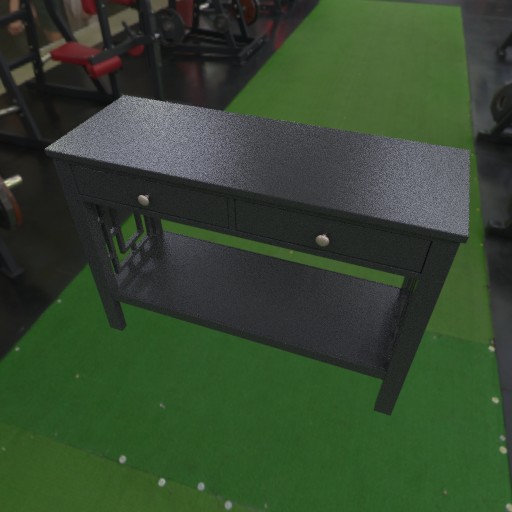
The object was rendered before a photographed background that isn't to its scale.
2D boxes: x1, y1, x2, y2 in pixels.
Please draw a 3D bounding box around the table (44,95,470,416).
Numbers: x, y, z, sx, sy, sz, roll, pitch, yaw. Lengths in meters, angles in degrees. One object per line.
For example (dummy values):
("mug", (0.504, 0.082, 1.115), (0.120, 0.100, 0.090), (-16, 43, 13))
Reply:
("table", (0.000, 0.000, 1.428), (1.068, 0.753, 0.397), (14, 44, 15))
